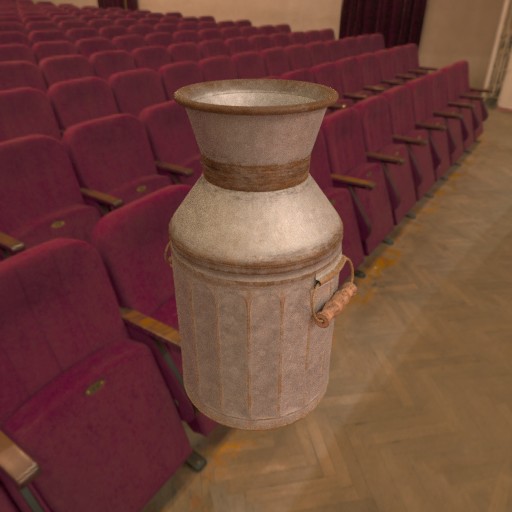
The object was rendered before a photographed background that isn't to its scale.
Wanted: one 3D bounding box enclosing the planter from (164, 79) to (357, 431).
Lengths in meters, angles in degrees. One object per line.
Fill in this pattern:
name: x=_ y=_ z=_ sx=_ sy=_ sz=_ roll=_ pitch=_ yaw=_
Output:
planter: x=0.000 y=0.000 z=0.559 sx=0.245 sy=0.396 sz=0.214 roll=19 pitch=35 yaw=29
